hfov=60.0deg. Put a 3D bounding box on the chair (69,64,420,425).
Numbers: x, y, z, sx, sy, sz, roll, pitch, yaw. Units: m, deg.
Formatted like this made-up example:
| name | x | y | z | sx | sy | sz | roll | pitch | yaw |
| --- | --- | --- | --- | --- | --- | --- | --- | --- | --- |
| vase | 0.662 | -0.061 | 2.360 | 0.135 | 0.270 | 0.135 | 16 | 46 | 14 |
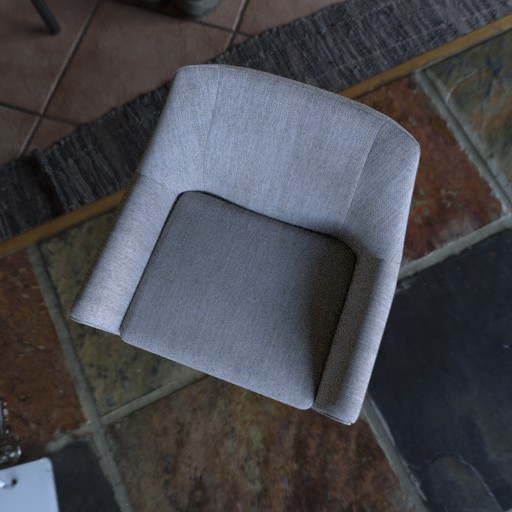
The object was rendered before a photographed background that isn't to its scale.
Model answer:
| name | x | y | z | sx | sy | sz | roll | pitch | yaw |
| --- | --- | --- | --- | --- | --- | --- | --- | --- | --- |
| chair | 0.000 | 0.000 | 1.372 | 0.796 | 0.761 | 0.758 | 19 | 76 | 5 |
